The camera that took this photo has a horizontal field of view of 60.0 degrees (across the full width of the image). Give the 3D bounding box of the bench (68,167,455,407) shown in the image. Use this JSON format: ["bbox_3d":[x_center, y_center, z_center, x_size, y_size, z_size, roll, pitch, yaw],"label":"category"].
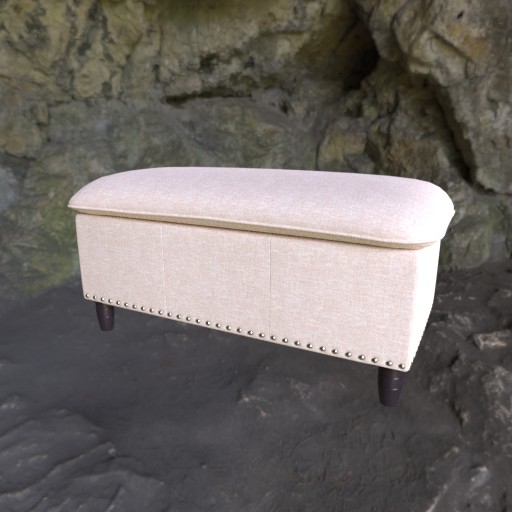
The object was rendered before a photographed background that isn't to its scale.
[{"bbox_3d":[0.000,0.000,1.260,0.991,0.483,0.483,8,17,26],"label":"bench"}]
